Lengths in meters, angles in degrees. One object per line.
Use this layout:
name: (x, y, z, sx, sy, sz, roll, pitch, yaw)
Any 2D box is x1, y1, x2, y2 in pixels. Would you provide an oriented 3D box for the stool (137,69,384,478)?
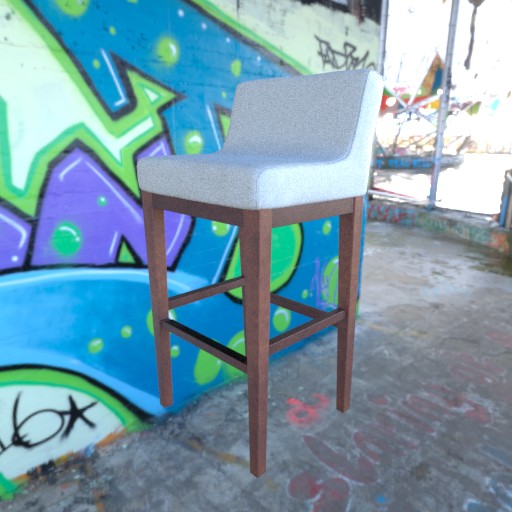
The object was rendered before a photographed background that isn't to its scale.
stool: (0.000, 0.000, 1.330, 0.500, 1.037, 0.511, -15, 22, -43)
